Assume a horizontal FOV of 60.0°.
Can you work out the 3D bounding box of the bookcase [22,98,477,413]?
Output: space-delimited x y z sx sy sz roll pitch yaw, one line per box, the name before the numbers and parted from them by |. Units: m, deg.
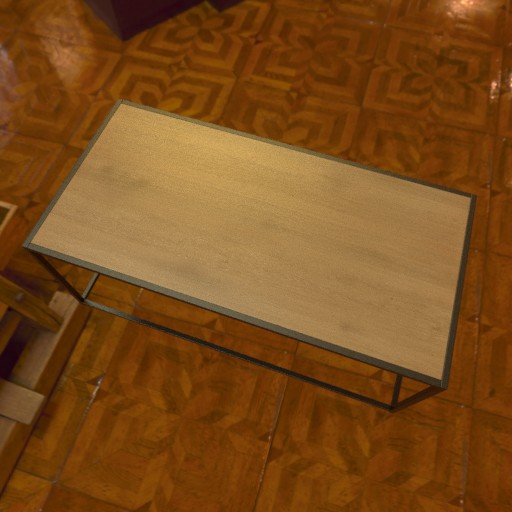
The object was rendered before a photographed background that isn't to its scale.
bookcase | 0.000 0.000 1.255 1.000 0.400 0.500 17 65 8
